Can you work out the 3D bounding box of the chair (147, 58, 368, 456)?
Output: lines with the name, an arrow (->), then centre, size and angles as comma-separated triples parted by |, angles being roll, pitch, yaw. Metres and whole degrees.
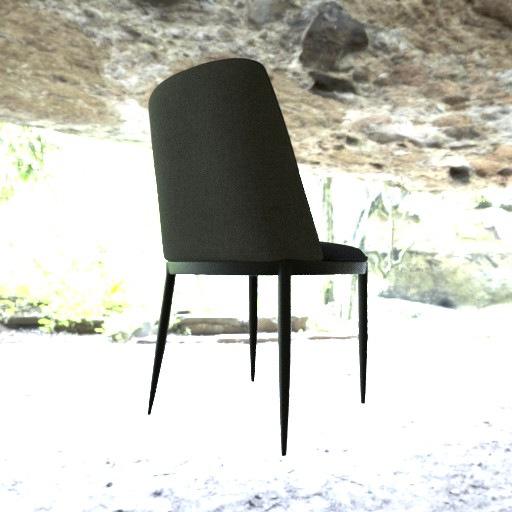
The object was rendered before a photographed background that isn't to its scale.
chair -> 0.000, 0.000, 1.218 | 0.488, 0.855, 0.550 | -1, -2, 37
